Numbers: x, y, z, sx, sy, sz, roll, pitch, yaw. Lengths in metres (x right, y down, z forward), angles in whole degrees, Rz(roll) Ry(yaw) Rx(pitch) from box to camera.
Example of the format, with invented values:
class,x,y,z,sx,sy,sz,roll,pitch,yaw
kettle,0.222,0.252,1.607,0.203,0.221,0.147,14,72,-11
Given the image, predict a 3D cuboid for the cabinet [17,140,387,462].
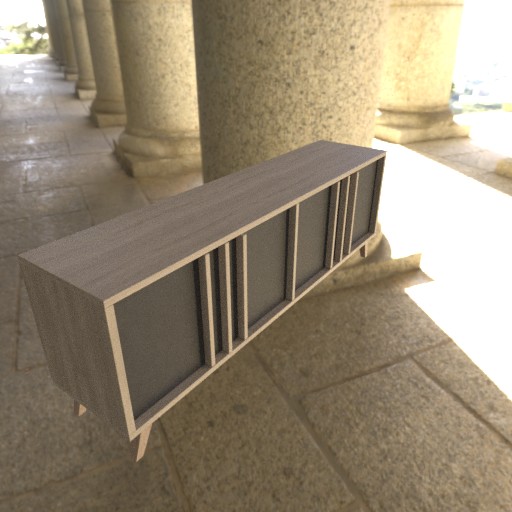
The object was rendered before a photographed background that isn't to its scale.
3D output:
class,x,y,z,sx,sy,sz,roll,pitch,yaw
cabinet,0.000,0.000,2.412,0.499,0.779,2.198,19,33,32
